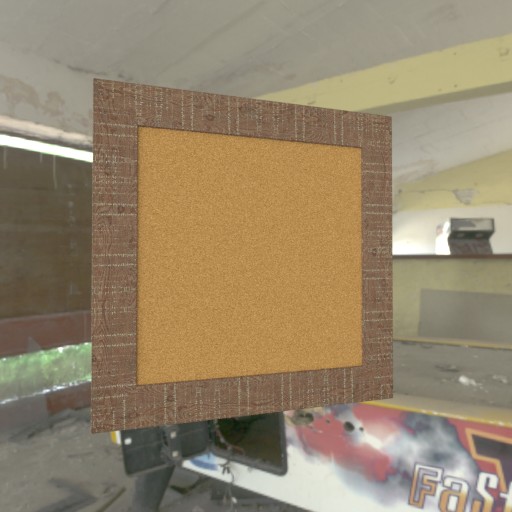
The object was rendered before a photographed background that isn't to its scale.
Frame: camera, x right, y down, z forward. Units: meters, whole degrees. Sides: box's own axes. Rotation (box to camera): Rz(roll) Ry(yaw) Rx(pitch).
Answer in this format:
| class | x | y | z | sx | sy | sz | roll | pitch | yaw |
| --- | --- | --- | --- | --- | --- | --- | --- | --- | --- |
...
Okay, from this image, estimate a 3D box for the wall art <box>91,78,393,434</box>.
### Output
| class | x | y | z | sx | sy | sz | roll | pitch | yaw |
| --- | --- | --- | --- | --- | --- | --- | --- | --- | --- |
| wall art | 0.000 | 0.000 | 0.767 | 0.531 | 0.531 | 0.040 | 0 | -1 | -19 |
